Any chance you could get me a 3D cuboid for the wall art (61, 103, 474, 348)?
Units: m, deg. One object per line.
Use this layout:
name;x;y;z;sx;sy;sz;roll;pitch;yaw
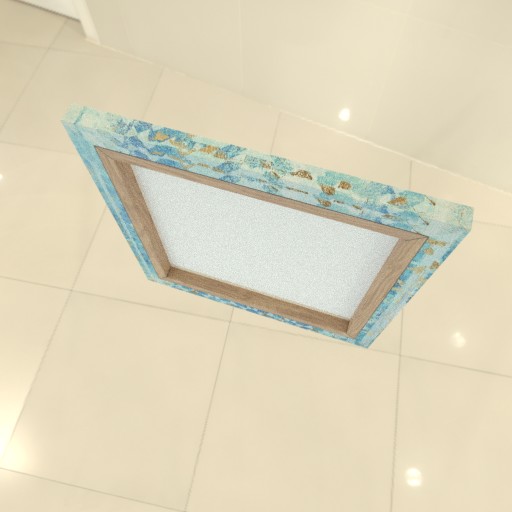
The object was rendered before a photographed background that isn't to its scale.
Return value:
wall art;0.000;0.000;0.905;0.609;0.609;0.040;17;65;8
